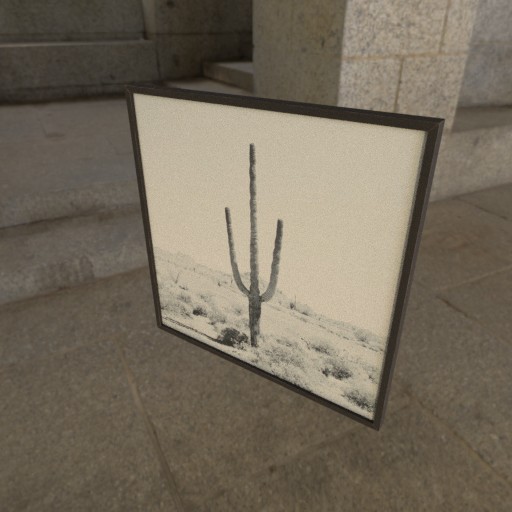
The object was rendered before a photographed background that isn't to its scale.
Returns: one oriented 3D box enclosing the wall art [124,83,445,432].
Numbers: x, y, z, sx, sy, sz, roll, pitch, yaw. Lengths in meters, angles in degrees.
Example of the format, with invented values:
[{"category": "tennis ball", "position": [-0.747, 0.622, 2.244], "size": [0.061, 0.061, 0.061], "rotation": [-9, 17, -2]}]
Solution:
[{"category": "wall art", "position": [0.000, 0.000, 1.124], "size": [0.762, 0.762, 0.038], "rotation": [18, 34, 29]}]
